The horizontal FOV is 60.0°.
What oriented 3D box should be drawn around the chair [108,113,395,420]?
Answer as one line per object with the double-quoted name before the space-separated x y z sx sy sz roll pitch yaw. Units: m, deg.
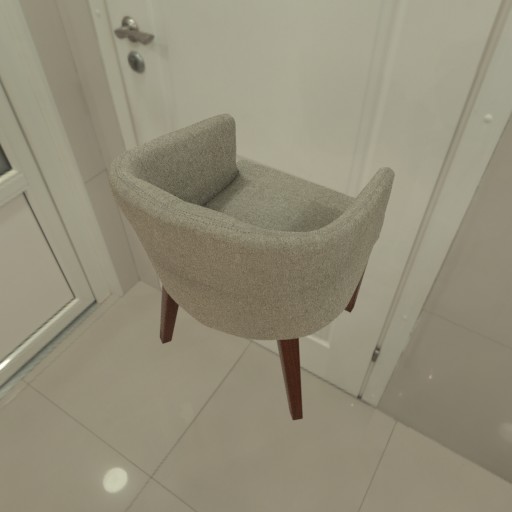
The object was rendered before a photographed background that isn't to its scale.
"chair" 0.000 0.000 1.261 0.583 0.811 0.655 25 52 21
